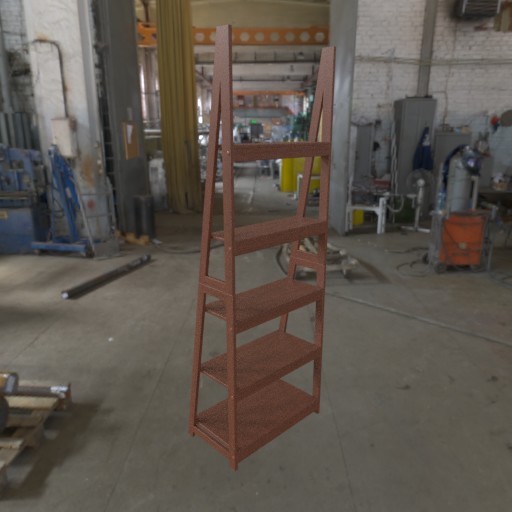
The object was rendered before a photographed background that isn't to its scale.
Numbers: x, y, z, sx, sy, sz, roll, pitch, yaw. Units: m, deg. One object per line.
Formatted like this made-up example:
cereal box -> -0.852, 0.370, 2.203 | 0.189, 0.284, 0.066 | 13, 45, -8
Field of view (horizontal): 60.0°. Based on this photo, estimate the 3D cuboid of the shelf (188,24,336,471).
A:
shelf -> 0.000, 0.000, 2.015 | 0.600, 1.770, 0.350 | -15, 22, -42
